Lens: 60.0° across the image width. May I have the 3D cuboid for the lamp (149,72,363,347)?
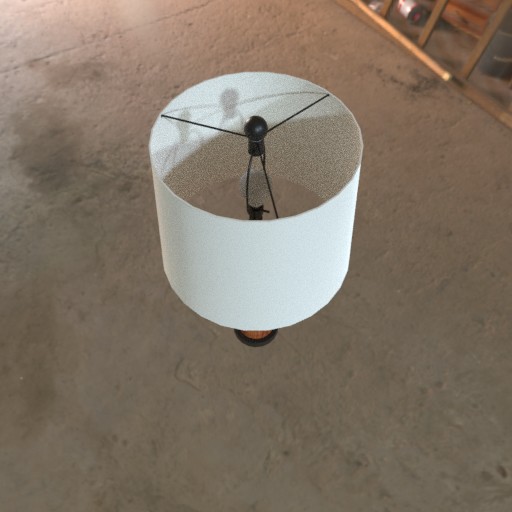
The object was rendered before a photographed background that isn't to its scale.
[{"bbox_3d":[0.000,0.000,0.861,0.349,0.667,0.349,0,57,0],"label":"lamp"}]
